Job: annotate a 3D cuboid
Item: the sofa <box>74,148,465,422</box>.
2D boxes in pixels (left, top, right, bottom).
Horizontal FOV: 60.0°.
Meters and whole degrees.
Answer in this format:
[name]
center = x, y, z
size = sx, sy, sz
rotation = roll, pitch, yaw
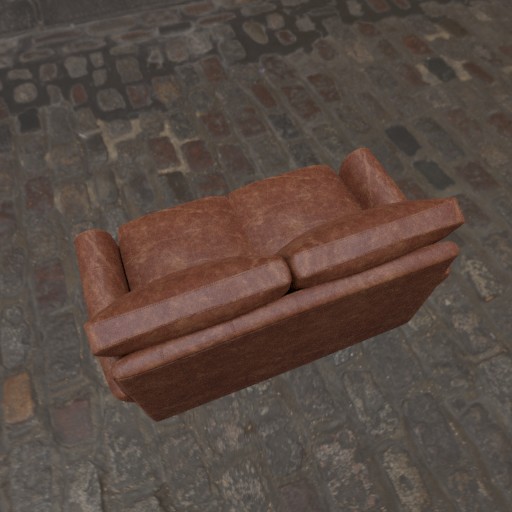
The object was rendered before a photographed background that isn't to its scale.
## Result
[sofa]
center = 0.000, 0.000, 2.180
size = 1.616, 0.967, 0.990
rotation = -19, 60, -11
